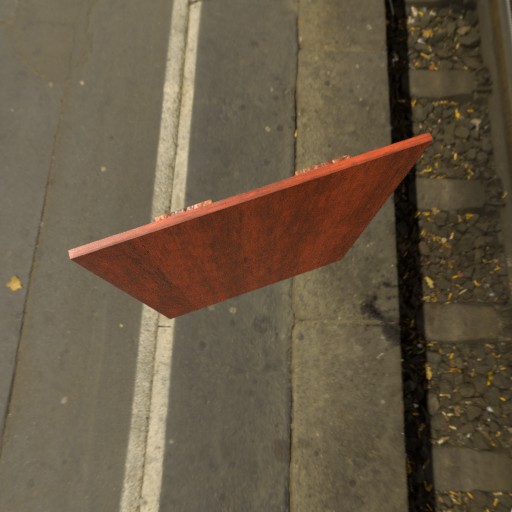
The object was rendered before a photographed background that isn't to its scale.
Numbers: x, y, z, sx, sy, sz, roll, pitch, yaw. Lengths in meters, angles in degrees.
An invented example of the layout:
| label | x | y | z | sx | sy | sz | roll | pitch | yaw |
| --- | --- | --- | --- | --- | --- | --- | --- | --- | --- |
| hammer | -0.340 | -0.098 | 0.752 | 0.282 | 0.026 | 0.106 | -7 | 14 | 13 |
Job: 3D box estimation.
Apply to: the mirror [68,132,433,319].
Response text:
| label | x | y | z | sx | sy | sz | roll | pitch | yaw |
| --- | --- | --- | --- | --- | --- | --- | --- | --- | --- |
| mirror | 0.000 | 0.000 | 1.082 | 0.600 | 0.805 | 0.021 | -19 | 76 | -5 |
